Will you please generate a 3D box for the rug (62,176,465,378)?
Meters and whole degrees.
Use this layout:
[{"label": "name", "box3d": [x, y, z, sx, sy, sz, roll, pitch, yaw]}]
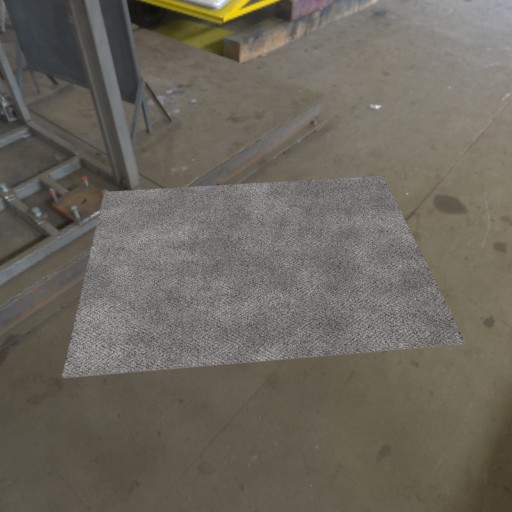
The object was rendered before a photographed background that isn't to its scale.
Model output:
[{"label": "rug", "box3d": [0.000, 0.000, 2.991, 2.235, 0.008, 1.600, -4, 46, -4]}]
